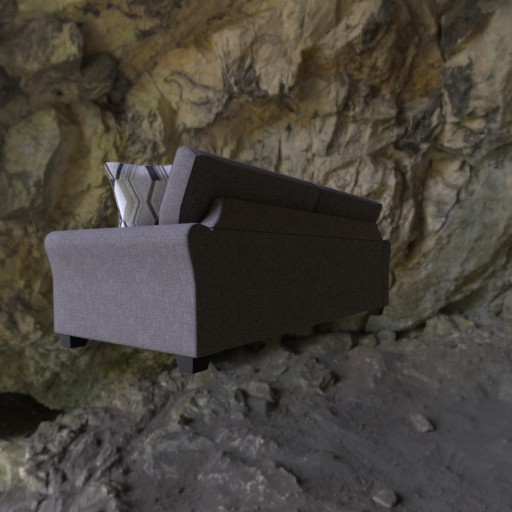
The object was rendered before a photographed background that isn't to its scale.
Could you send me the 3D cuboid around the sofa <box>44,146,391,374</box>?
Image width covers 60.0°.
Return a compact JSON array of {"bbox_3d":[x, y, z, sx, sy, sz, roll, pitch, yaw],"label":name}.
[{"bbox_3d":[0.000,0.000,2.527,0.889,0.813,2.032,0,0,35],"label":"sofa"}]
